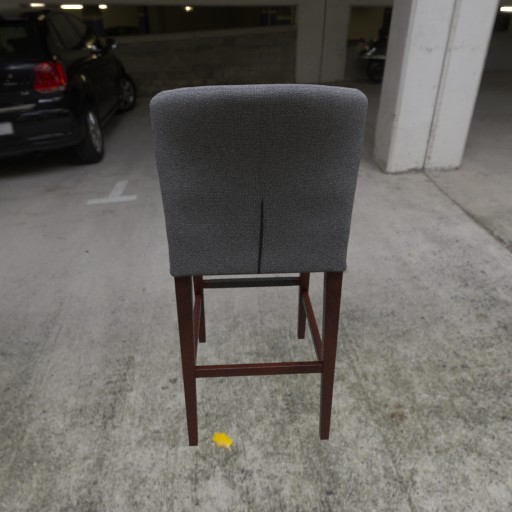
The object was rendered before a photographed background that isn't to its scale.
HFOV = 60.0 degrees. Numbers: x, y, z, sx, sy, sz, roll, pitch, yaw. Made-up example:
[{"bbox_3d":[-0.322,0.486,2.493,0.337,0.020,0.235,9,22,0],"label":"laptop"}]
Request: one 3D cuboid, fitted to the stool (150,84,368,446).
[{"bbox_3d":[0.000,0.000,1.354,0.486,1.069,0.568,-2,30,-3],"label":"stool"}]
